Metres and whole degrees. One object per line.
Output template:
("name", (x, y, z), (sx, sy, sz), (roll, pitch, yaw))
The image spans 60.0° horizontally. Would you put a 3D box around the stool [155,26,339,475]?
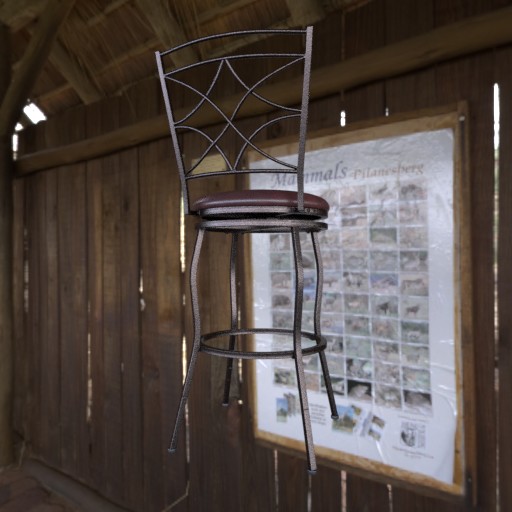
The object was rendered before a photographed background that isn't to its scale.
("stool", (0.000, 0.000, 1.348), (0.434, 1.117, 0.534), (0, 0, 18))
